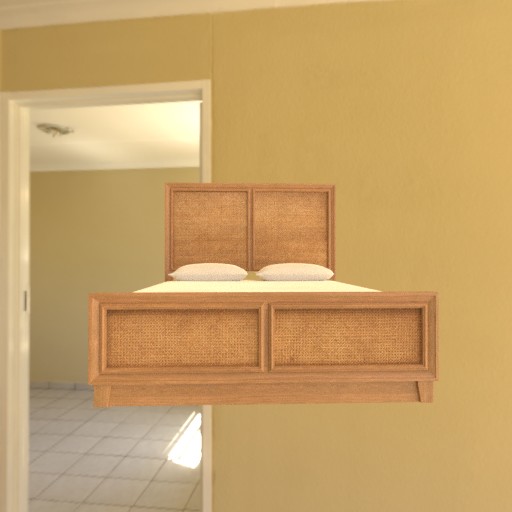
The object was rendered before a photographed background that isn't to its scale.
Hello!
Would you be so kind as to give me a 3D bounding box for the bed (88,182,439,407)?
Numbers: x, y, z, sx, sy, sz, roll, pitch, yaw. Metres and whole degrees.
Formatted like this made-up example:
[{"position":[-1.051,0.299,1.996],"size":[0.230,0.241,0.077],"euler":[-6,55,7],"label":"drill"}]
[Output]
[{"position":[0.000,0.000,3.122],"size":[1.606,1.387,2.184],"euler":[0,-1,-3],"label":"bed"}]
